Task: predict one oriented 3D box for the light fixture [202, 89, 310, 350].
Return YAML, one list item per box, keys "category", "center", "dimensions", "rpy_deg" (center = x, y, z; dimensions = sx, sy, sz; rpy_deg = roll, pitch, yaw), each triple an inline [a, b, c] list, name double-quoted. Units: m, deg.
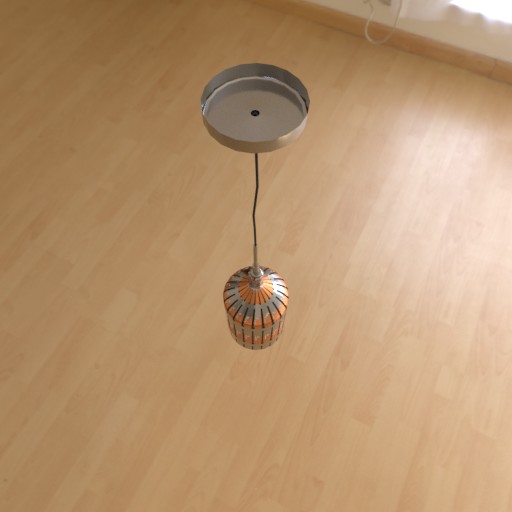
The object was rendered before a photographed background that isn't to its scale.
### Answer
- category: "light fixture"
  center: [0.000, 0.000, 1.689]
  dimensions: [0.303, 1.535, 0.303]
  rpy_deg: [0, 62, 0]
